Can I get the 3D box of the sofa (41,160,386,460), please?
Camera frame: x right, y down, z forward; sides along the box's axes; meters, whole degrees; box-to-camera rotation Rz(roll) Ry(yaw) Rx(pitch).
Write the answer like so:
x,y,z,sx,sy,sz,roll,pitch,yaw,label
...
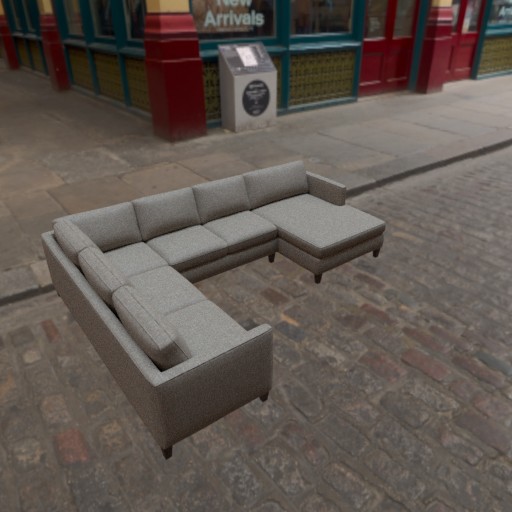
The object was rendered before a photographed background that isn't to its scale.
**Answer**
x,y,z,sx,sy,sz,roll,pitch,yaw,label
0.000,0.000,4.436,3.403,0.889,2.551,-20,35,-32,sofa
